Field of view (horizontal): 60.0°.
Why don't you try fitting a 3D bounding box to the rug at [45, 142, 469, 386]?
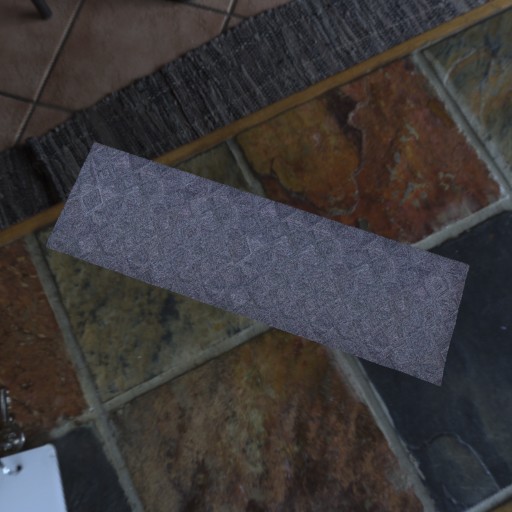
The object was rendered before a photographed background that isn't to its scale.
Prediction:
[{"bbox_3d":[0.000,0.000,2.494,2.296,0.011,0.691,19,77,4],"label":"rug"}]
